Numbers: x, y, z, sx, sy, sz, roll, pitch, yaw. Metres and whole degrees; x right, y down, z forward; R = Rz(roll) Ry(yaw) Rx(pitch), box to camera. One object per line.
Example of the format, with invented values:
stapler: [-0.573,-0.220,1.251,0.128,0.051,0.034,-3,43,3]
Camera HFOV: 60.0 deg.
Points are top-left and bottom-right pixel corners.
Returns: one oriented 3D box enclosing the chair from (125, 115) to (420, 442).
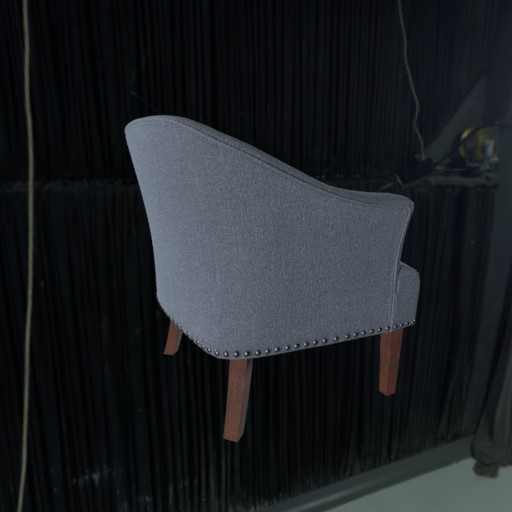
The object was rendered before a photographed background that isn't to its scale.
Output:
chair: [0.000,0.000,1.402,0.704,0.815,0.798,-7,15,-26]
